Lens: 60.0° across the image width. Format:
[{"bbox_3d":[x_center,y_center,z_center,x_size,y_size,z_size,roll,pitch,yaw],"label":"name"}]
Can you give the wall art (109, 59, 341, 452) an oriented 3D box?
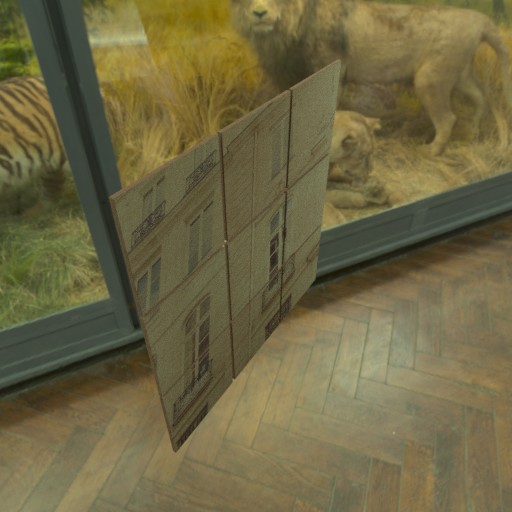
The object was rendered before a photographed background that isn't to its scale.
[{"bbox_3d":[0.000,0.000,1.798,0.024,1.218,1.221,23,45,25],"label":"wall art"}]
